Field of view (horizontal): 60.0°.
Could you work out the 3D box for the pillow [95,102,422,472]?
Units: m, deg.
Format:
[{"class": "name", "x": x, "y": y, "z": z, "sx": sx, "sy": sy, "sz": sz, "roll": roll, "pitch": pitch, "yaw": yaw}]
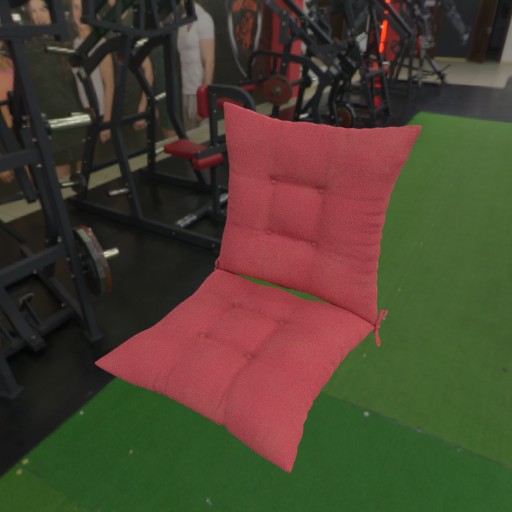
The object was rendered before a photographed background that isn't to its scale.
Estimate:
[{"class": "pillow", "x": 0.000, "y": 0.000, "z": 0.988, "sx": 0.541, "sy": 0.536, "sz": 0.585, "roll": 17, "pitch": 34, "yaw": 27}]
